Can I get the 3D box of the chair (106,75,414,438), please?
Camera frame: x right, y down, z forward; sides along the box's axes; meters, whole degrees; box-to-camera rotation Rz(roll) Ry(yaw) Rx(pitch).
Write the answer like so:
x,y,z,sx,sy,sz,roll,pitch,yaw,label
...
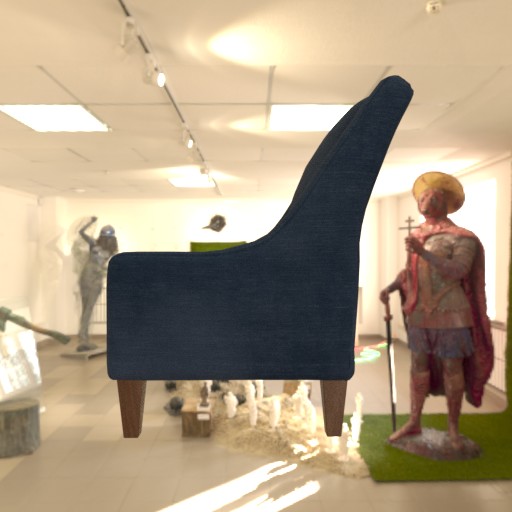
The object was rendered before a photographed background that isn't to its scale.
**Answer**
x,y,z,sx,sy,sz,roll,pitch,yaw,label
0.000,0.000,1.591,0.870,1.014,0.774,0,0,-1,chair
